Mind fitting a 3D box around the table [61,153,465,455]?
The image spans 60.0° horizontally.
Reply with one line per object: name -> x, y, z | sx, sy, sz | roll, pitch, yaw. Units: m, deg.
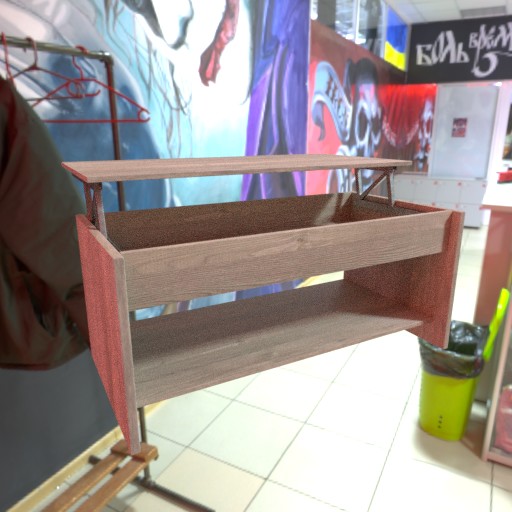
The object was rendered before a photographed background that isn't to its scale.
table -> 0.000, 0.000, 1.398 | 1.000, 0.570, 0.712 | -9, 18, -28
